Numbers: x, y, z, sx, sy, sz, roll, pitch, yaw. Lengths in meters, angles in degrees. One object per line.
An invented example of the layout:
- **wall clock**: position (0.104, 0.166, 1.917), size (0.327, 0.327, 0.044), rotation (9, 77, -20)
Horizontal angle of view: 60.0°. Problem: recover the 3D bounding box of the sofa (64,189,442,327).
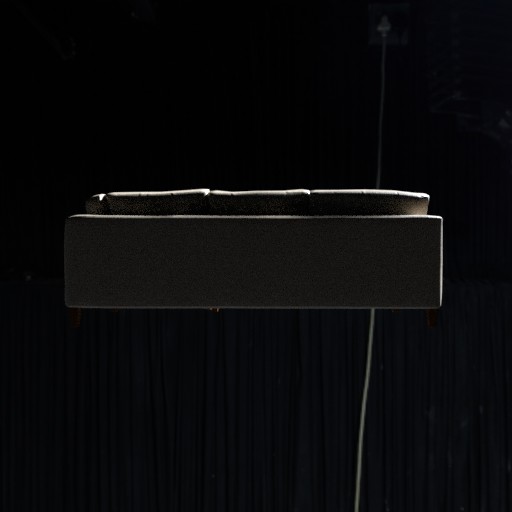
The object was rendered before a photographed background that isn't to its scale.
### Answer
- **sofa**: position (0.000, 0.000, 4.685), size (2.594, 0.961, 3.460), rotation (0, 0, 1)
